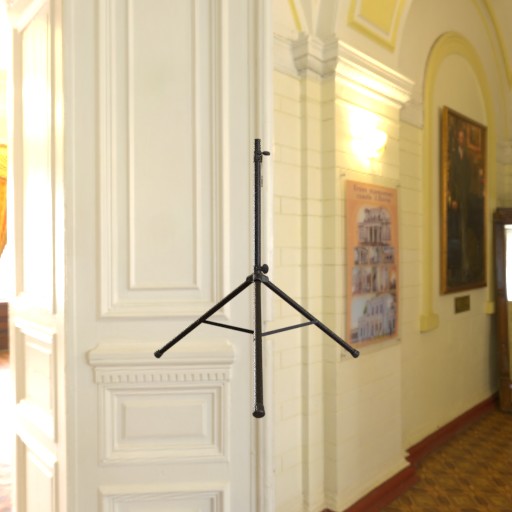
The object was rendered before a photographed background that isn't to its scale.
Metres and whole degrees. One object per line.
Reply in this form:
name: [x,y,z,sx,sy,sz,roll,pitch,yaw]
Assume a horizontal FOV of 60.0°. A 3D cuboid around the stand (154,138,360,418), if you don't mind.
stand: [0.000,0.000,2.819,1.596,1.595,1.339,0,0,1]
